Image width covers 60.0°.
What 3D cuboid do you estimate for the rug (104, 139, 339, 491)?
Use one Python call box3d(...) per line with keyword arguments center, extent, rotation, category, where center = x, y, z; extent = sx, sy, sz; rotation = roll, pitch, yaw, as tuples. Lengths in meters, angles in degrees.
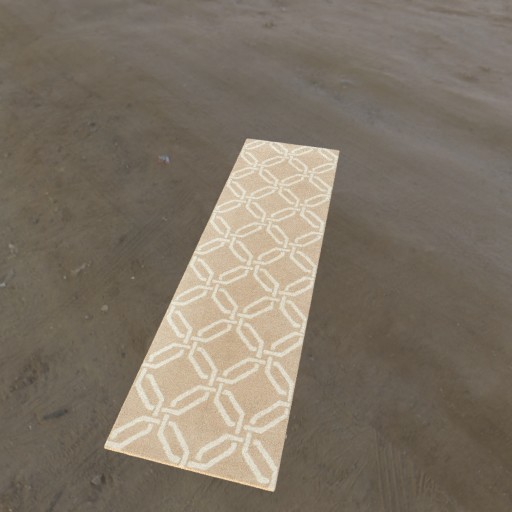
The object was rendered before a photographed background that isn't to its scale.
box3d(center=(0.000, 0.000, 2.430), extent=(0.678, 0.014, 2.276), rotation=(10, 47, 9), category="rug")
